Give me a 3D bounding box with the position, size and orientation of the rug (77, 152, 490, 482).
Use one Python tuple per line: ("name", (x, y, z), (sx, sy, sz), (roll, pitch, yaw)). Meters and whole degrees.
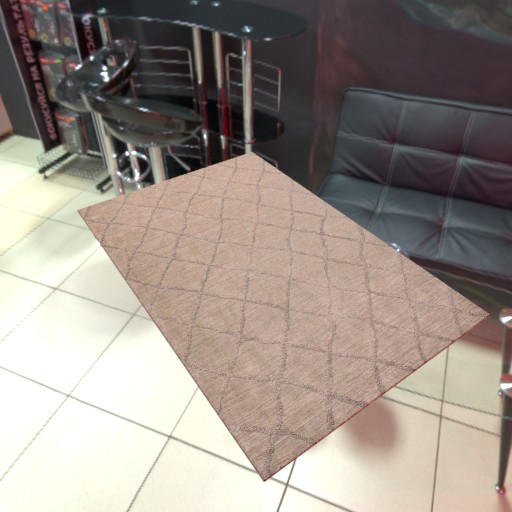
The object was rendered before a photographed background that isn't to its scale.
("rug", (0.000, 0.000, 2.791), (1.521, 0.015, 2.280), (-25, 46, -26))
